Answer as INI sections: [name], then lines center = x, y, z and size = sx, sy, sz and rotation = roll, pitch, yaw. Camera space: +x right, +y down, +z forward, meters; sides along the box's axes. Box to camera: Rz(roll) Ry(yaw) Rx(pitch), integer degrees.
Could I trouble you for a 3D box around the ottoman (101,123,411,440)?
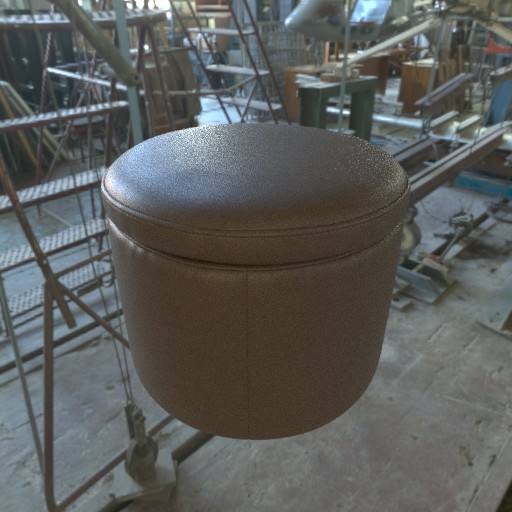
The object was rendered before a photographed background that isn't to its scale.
[ottoman]
center = 0.000, 0.000, 0.822
size = 0.500, 0.409, 0.500
rotation = 0, 29, 0
